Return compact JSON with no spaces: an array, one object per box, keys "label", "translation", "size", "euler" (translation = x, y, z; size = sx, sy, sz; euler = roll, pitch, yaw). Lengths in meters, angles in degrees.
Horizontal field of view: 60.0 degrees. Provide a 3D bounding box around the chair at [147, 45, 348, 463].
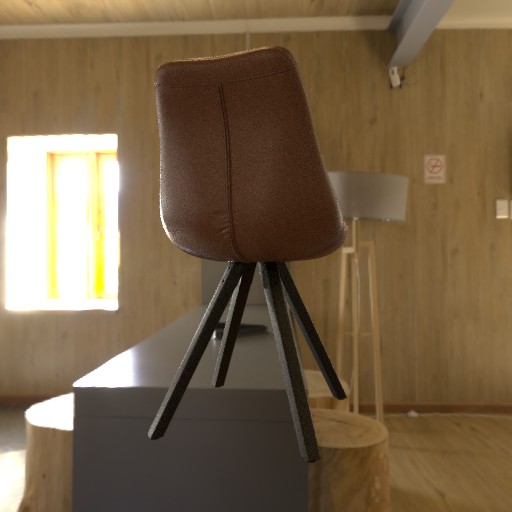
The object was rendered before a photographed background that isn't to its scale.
[{"label":"chair","translation":[0.000,0.000,1.172],"size":[0.475,0.850,0.550],"euler":[0,1,18]}]
